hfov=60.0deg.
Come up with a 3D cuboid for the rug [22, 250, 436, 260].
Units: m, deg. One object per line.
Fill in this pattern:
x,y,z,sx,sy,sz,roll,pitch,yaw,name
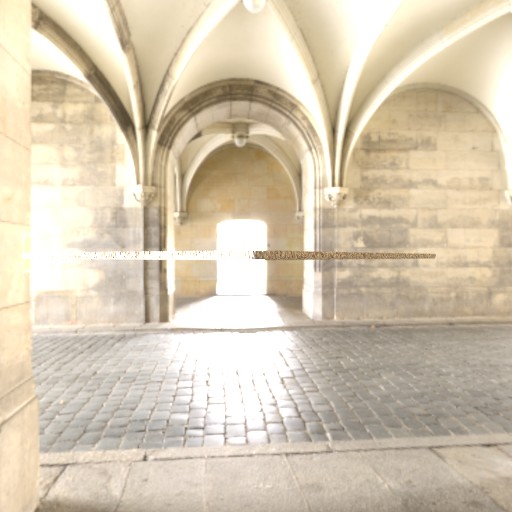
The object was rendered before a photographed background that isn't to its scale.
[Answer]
0.000,0.000,2.073,1.199,0.025,1.600,0,0,37,rug
